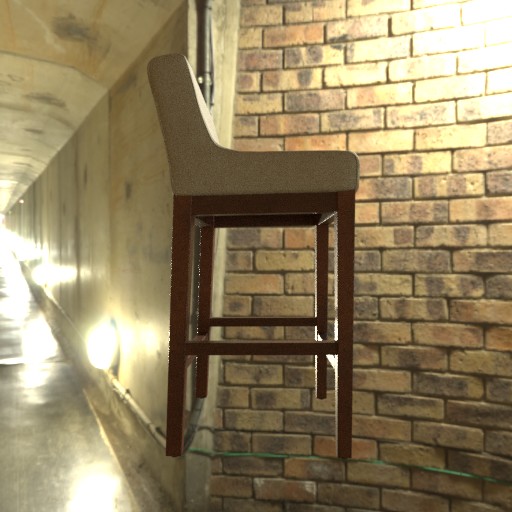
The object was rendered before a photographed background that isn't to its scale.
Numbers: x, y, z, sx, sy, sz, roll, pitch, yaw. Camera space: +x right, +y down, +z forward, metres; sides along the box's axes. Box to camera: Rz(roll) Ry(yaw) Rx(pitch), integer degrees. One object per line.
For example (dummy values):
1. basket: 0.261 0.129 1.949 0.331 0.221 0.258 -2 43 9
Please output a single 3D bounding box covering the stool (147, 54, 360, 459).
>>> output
1. stool: 0.000 0.000 1.247 0.500 0.937 0.511 0 0 1
